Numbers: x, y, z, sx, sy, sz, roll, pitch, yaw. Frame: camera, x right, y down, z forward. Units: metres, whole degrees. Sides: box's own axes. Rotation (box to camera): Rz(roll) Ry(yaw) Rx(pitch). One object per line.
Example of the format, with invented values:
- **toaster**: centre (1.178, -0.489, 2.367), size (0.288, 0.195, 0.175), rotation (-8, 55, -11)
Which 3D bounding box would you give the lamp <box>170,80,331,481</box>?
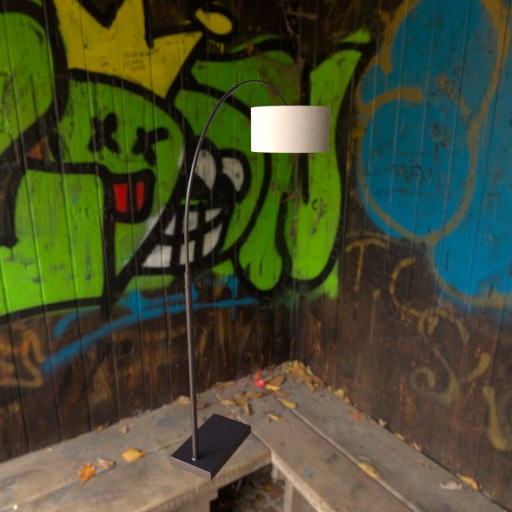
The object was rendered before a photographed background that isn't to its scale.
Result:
- **lamp**: centre (0.000, 0.000, 2.592), size (0.493, 1.927, 1.424), rotation (8, 18, 27)
